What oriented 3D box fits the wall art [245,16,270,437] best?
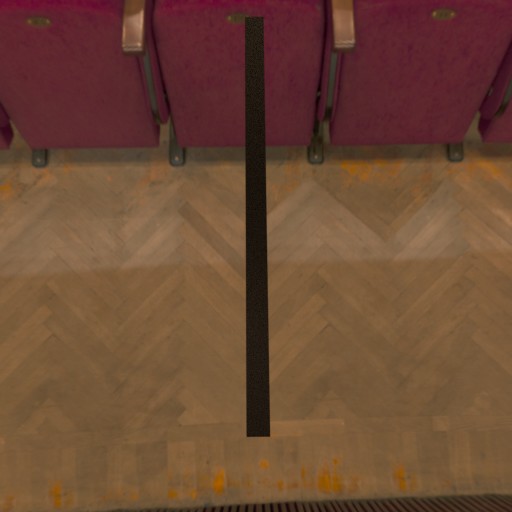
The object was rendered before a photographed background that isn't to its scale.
[{"bbox_3d":[0.000,0.000,1.124,0.036,0.755,0.756,-1,75,0],"label":"wall art"}]
